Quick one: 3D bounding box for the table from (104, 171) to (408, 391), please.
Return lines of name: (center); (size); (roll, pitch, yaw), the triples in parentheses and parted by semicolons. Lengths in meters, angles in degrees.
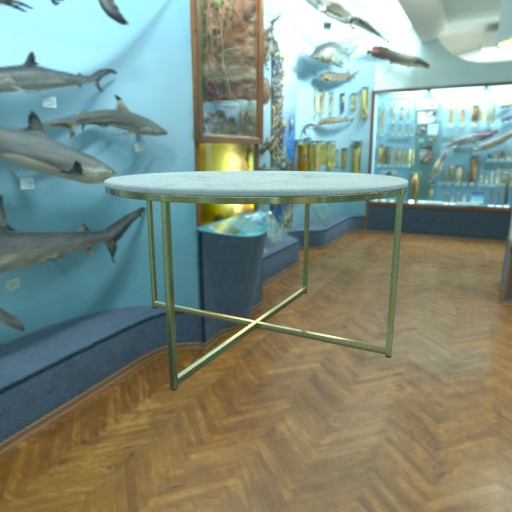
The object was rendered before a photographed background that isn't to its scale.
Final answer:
table: (0.000, 0.000, 1.278); (0.800, 0.450, 0.800); (0, 13, 0)
